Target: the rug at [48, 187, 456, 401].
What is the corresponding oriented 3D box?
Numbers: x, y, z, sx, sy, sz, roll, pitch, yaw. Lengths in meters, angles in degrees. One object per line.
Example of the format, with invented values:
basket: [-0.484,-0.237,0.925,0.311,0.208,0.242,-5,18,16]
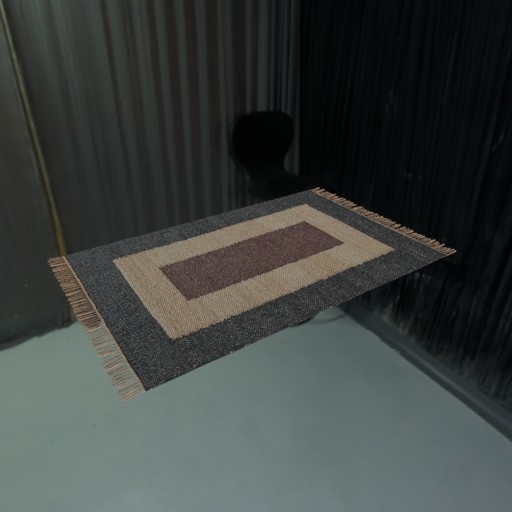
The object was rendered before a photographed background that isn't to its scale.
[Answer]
rug: [0.000,0.000,2.534,2.021,0.027,1.224,-19,35,-29]
